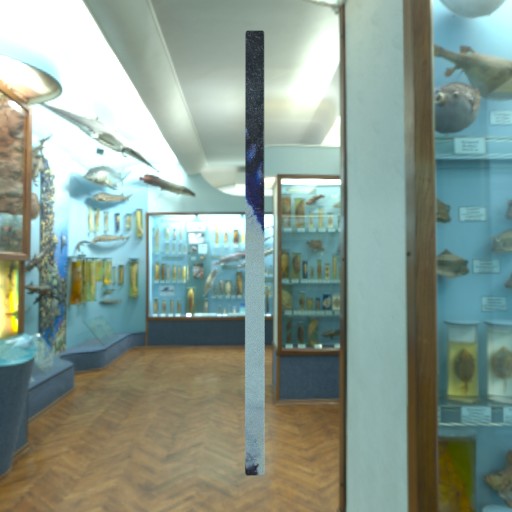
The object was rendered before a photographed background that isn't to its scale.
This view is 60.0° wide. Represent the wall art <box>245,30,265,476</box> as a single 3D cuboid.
[{"bbox_3d":[0.000,0.000,1.321,0.038,0.885,0.887,0,-2,0],"label":"wall art"}]
